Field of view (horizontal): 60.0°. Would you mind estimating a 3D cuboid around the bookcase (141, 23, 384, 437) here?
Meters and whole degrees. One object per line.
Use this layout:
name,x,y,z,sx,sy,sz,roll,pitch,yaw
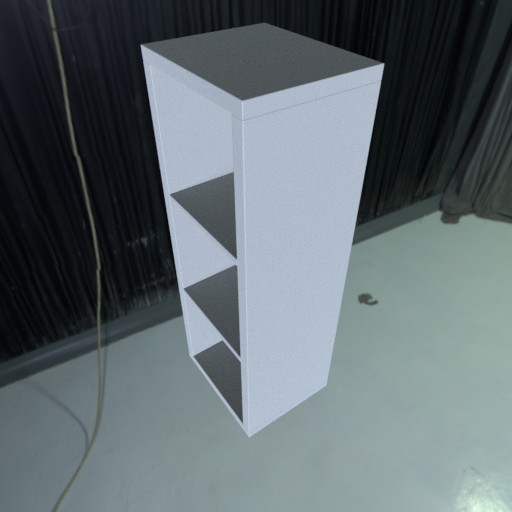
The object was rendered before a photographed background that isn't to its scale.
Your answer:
bookcase,0.000,0.000,1.250,0.330,1.080,0.390,-25,46,-26
